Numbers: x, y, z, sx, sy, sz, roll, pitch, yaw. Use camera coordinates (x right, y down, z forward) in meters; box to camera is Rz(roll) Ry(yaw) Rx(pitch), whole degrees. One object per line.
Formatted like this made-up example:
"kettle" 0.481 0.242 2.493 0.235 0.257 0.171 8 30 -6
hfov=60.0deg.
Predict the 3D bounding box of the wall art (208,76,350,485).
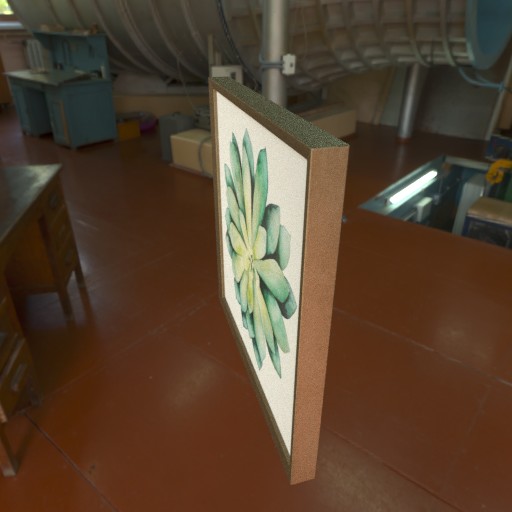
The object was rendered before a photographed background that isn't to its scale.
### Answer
"wall art" 0.000 0.000 0.751 0.040 0.506 0.503 -8 30 -14
